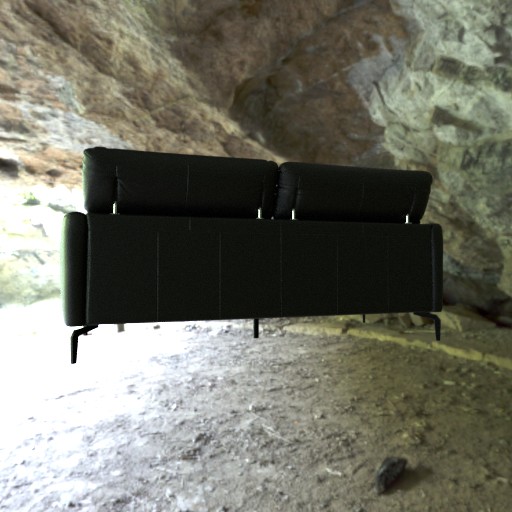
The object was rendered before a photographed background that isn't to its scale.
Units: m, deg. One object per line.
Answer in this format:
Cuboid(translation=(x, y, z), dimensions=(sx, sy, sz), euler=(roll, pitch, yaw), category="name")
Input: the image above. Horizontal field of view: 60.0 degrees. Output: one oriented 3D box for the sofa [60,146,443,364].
Cuboid(translation=(0.000, 0.000, 2.591), dimensions=(2.069, 0.957, 0.856), euler=(0, -1, -18), category="sofa")
